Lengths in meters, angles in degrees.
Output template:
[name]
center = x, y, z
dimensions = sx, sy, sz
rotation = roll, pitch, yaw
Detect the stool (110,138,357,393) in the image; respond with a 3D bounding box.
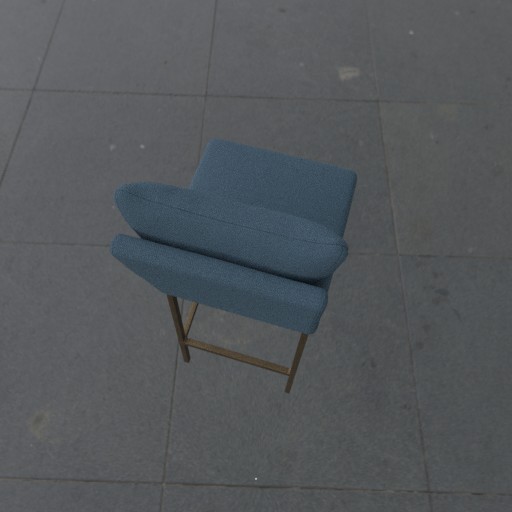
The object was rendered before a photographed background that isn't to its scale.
[stool]
center = 0.000, 0.000, 1.329
dimensions = 0.463, 1.032, 0.568
rotation = 15, 64, 7
